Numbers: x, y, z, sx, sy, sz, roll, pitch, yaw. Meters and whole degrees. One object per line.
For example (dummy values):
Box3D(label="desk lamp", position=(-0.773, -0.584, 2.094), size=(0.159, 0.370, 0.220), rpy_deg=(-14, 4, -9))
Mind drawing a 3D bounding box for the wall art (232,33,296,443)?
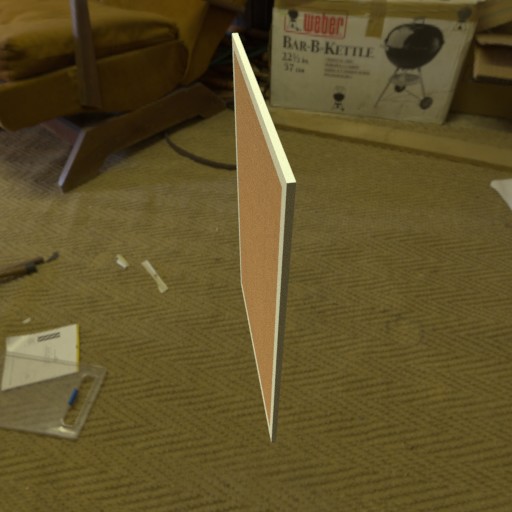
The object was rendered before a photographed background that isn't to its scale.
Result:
Box3D(label="wall art", position=(0.000, 0.000, 1.247), size=(0.015, 0.965, 0.660), rpy_deg=(-7, 45, -7))
